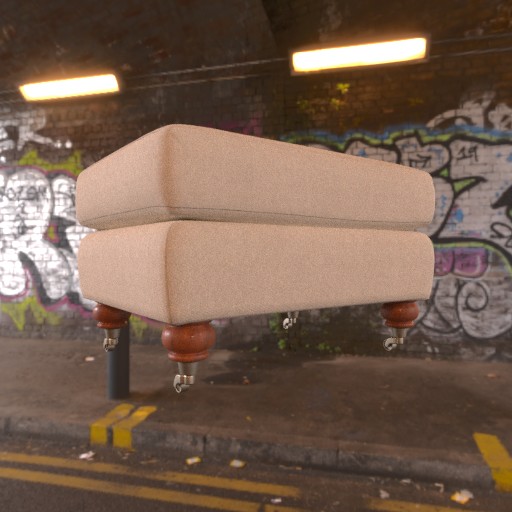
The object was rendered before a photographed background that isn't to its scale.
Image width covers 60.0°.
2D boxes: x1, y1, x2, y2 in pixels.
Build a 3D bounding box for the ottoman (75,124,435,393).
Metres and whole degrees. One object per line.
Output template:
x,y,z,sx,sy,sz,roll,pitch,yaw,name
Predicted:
0.000,0.000,1.136,0.773,0.499,0.569,0,0,-36,ottoman
